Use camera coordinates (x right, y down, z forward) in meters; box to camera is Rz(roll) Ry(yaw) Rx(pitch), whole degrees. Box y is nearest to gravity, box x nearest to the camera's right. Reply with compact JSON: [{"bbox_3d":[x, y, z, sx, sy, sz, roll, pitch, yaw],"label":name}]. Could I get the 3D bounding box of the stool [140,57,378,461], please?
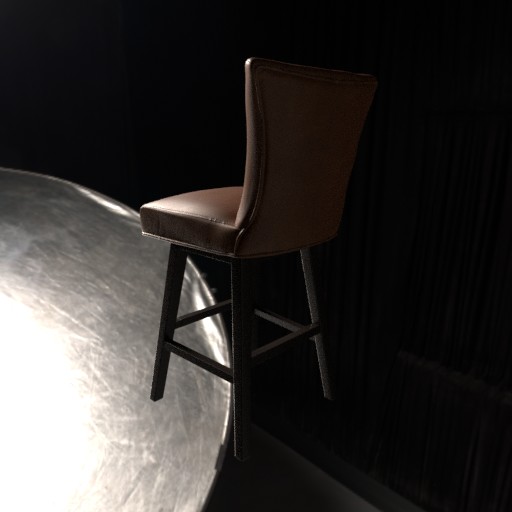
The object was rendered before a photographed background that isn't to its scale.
[{"bbox_3d":[0.000,0.000,1.436,0.522,1.094,0.585,-15,22,-42],"label":"stool"}]
